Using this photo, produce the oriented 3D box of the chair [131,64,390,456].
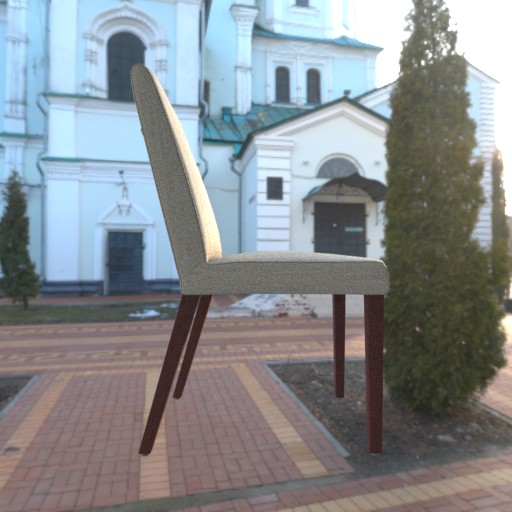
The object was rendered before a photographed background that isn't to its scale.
[{"bbox_3d":[0.000,0.000,1.212,0.594,0.900,0.480,0,-1,0],"label":"chair"}]
